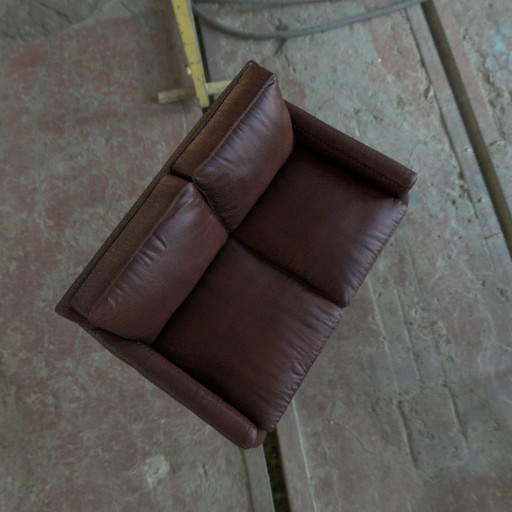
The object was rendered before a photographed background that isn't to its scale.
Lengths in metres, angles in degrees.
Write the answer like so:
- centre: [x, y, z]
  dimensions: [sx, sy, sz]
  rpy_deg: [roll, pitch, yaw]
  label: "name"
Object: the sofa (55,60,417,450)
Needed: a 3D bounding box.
- centre: [0.000, 0.000, 2.291]
  dimensions: [1.083, 1.003, 1.628]
  rpy_deg: [33, 77, 8]
  label: "sofa"
